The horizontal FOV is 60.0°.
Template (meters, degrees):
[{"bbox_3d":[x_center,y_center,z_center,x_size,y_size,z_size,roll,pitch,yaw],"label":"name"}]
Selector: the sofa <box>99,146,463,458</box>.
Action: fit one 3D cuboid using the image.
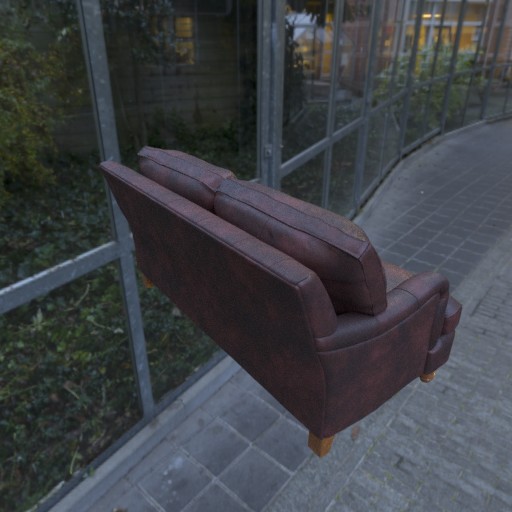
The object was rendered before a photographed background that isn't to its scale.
[{"bbox_3d":[0.000,0.000,2.725,1.147,1.071,2.144,-18,31,-32],"label":"sofa"}]
